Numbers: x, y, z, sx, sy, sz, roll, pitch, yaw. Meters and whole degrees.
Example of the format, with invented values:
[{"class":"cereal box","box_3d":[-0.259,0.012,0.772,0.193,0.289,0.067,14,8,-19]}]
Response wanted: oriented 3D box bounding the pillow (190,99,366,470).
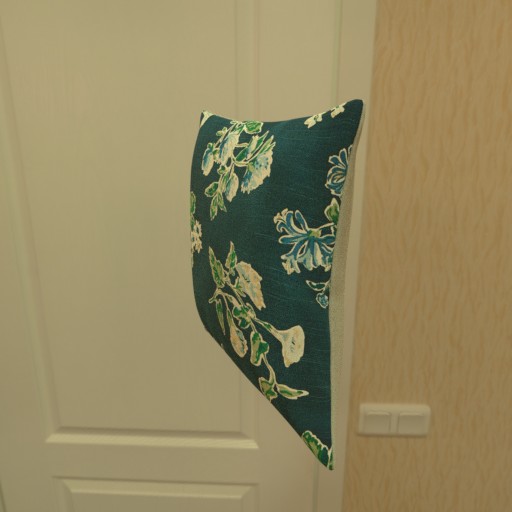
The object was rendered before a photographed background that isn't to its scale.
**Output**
[{"class":"pillow","box_3d":[0.000,0.000,0.792,0.166,0.508,0.525,-8,19,-25]}]
